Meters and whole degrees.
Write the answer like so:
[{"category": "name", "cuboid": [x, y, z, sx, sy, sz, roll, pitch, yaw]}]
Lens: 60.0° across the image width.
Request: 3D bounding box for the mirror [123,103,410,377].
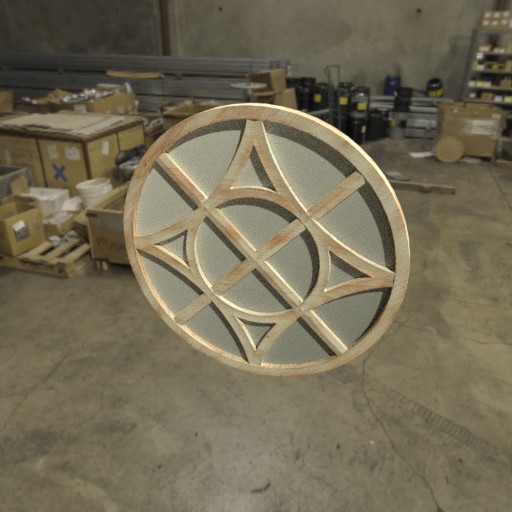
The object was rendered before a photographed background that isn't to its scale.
[{"category": "mirror", "cuboid": [0.000, 0.000, 1.085, 0.710, 0.710, 0.038, 8, 28, 16]}]
